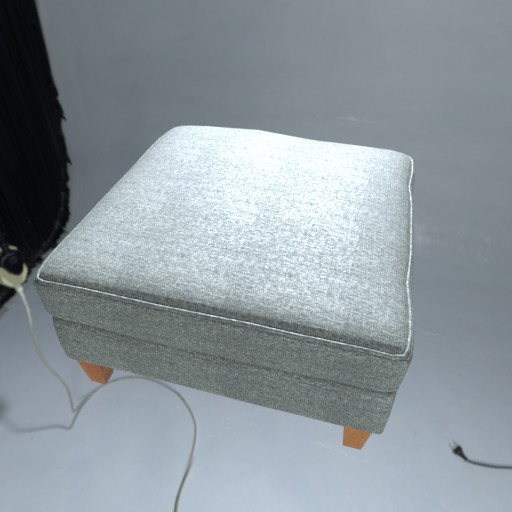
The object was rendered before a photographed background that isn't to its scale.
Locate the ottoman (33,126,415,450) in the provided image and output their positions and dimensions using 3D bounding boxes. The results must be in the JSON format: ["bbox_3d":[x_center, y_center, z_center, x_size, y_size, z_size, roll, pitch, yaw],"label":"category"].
[{"bbox_3d":[0.000,0.000,1.314,0.838,0.481,0.838,10,42,11],"label":"ottoman"}]
